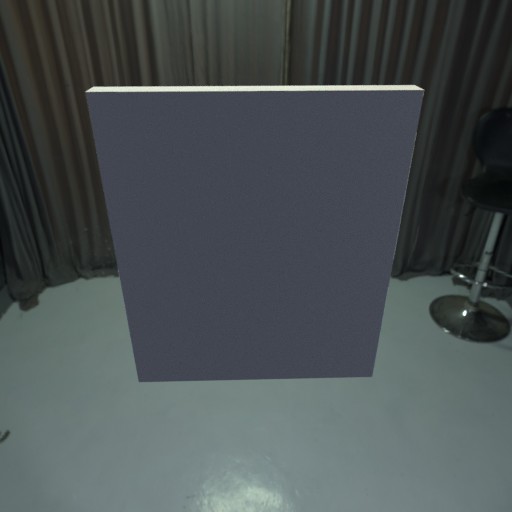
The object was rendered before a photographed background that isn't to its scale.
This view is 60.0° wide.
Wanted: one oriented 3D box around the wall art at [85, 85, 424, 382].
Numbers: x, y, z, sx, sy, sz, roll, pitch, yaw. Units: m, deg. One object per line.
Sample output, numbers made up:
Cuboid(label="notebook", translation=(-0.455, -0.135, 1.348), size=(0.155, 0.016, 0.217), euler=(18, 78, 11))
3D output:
Cuboid(label="wall art", translation=(0.000, 0.000, 0.712), size=(0.435, 0.511, 0.037), euler=(-1, 30, -2))
